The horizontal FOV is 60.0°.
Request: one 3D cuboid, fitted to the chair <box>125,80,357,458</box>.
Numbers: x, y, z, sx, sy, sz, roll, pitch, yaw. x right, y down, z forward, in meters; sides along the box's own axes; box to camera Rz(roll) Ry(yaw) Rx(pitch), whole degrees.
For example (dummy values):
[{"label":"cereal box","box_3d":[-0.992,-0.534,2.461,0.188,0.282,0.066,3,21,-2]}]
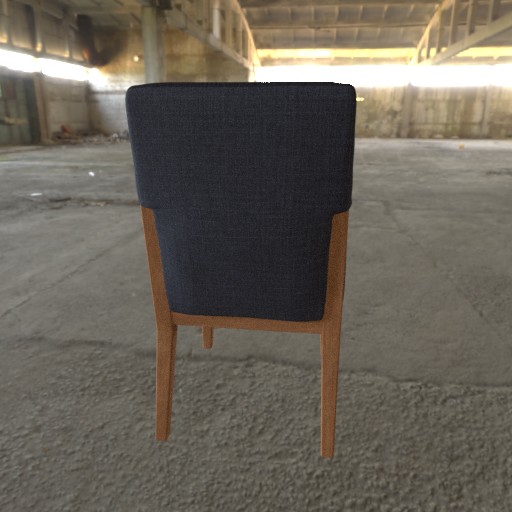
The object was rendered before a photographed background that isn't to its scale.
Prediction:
[{"label":"chair","box_3d":[0.000,0.000,1.291,0.507,0.911,0.586,2,17,8]}]
